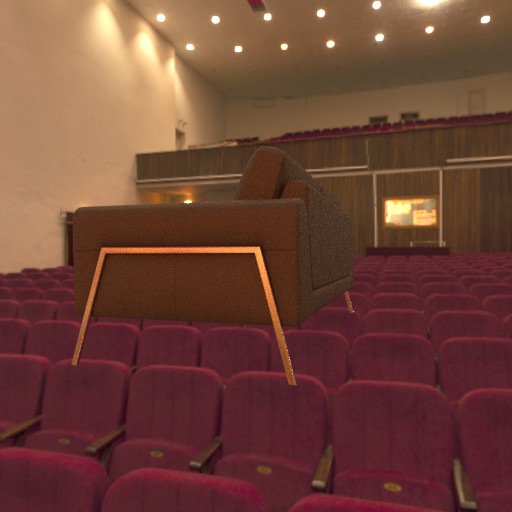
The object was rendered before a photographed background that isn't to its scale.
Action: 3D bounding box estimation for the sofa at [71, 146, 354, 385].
[{"bbox_3d":[0.000,0.000,2.602,0.953,0.875,2.017,0,0,18],"label":"sofa"}]
